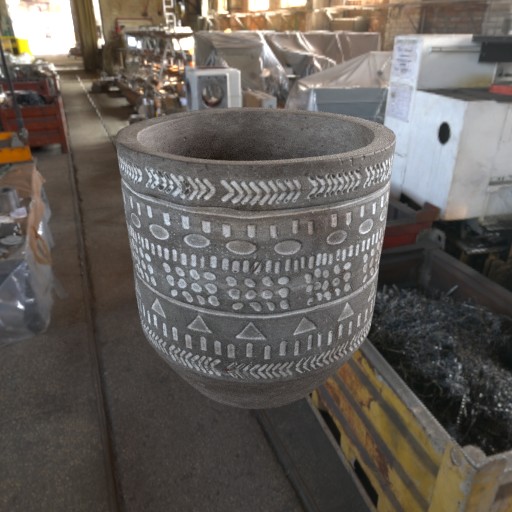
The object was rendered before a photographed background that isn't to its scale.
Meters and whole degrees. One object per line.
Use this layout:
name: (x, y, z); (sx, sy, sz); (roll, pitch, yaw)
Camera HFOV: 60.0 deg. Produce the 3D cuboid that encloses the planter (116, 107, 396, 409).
planter: (0.000, 0.000, 0.226); (0.122, 0.128, 0.122); (0, 27, 0)
